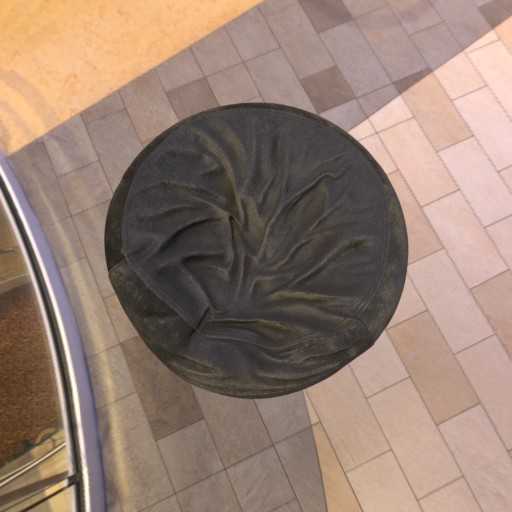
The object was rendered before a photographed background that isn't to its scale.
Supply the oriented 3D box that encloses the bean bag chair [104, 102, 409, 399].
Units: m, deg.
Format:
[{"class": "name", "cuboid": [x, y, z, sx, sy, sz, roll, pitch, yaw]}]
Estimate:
[{"class": "bean bag chair", "cuboid": [0.000, 0.000, 1.484, 0.918, 0.605, 0.918, 0, 75, 0]}]
